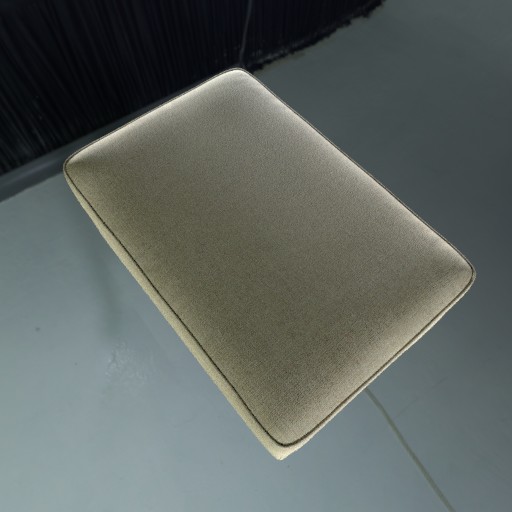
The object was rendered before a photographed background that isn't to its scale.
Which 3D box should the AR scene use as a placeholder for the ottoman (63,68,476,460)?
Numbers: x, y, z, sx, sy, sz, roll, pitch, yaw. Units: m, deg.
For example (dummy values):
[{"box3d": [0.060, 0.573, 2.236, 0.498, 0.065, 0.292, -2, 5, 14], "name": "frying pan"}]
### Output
[{"box3d": [0.000, 0.000, 1.192, 0.583, 0.484, 0.862, -36, 68, -17], "name": "ottoman"}]
